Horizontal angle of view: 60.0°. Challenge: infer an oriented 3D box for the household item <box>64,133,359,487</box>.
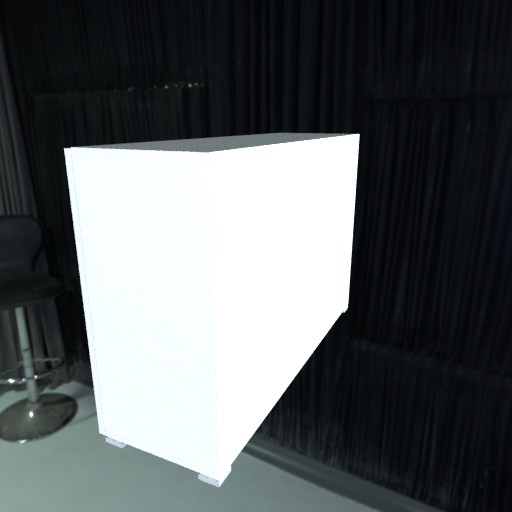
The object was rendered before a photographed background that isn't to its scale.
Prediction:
[{"bbox_3d":[0.000,0.000,1.692,0.420,0.867,1.300,8,19,25],"label":"household item"}]
